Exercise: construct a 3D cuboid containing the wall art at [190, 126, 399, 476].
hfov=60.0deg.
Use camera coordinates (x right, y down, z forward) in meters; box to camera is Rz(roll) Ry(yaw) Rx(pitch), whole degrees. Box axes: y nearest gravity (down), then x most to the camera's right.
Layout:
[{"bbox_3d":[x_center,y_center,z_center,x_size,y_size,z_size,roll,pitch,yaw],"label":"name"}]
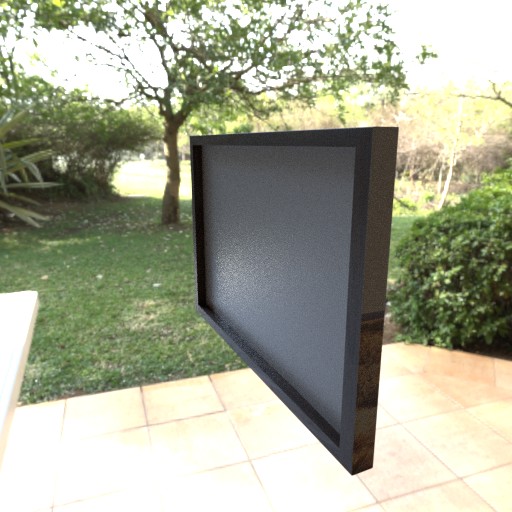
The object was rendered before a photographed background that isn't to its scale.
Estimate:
[{"bbox_3d":[0.000,0.000,1.140,0.050,0.610,0.914,-7,16,-25],"label":"wall art"}]
